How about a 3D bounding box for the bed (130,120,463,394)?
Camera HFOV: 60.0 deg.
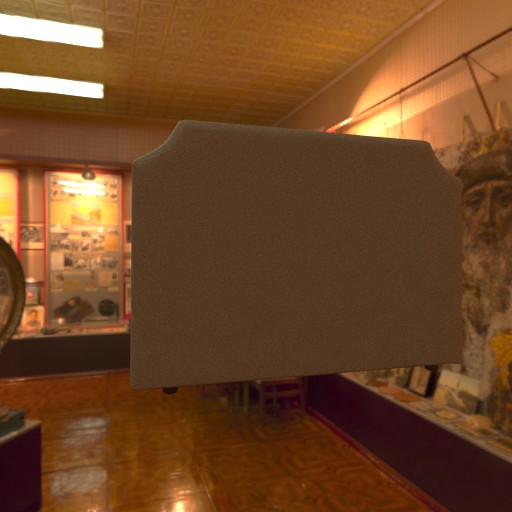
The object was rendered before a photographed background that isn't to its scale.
[{"bbox_3d":[0.000,0.000,3.292,1.831,1.297,2.181,0,0,-17],"label":"bed"}]
